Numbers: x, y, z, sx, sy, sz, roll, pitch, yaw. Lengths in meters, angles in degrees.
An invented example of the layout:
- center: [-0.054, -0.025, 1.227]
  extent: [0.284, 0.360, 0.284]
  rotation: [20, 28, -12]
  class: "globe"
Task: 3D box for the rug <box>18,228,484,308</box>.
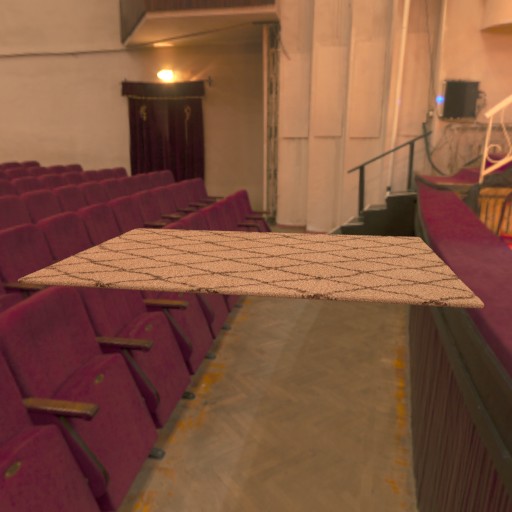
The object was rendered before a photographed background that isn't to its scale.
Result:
- center: [0.000, 0.000, 3.403]
  extent: [2.743, 0.030, 1.778]
  rotation: [2, 14, 9]
  class: "rug"
